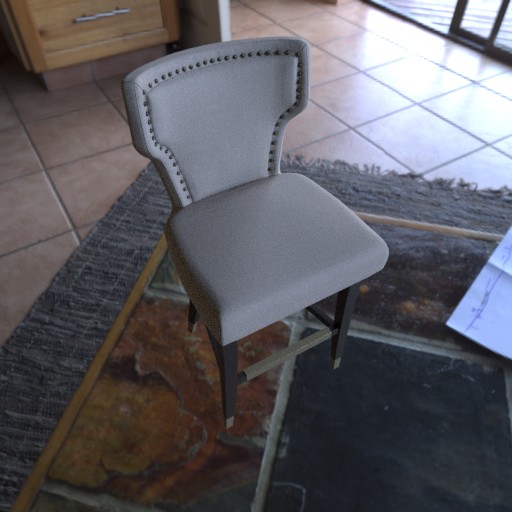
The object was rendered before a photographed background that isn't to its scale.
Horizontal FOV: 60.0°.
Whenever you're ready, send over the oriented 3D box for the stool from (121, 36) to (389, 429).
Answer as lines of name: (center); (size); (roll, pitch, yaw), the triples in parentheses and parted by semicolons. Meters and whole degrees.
stool: (0.000, 0.000, 1.359); (0.526, 1.092, 0.563); (-23, 50, -20)
